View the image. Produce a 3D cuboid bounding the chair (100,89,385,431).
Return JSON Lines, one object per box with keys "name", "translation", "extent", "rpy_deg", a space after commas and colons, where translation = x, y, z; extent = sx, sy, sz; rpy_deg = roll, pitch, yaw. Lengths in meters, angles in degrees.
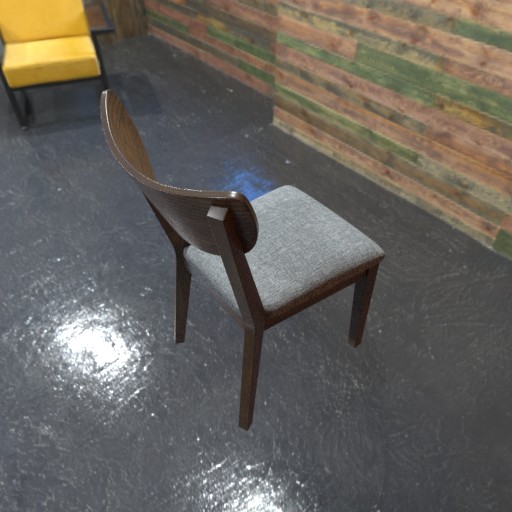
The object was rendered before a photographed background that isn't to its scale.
{"name": "chair", "translation": [0.000, 0.000, 1.171], "extent": [0.583, 0.849, 0.491], "rpy_deg": [-28, 50, -26]}
